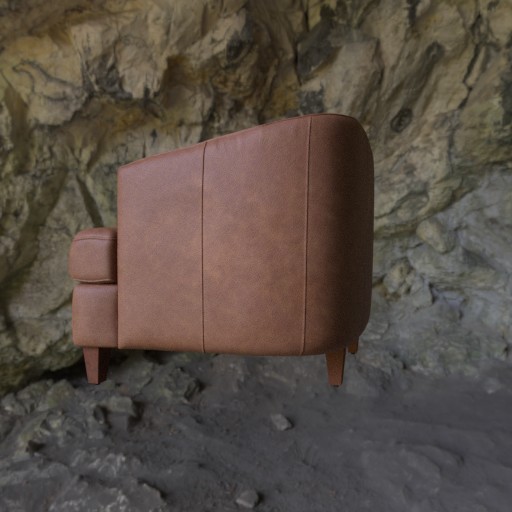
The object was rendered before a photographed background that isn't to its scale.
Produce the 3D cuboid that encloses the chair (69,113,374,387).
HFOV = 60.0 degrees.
[{"bbox_3d":[0.000,0.000,1.772,0.911,0.836,1.119,0,-1,18],"label":"chair"}]
